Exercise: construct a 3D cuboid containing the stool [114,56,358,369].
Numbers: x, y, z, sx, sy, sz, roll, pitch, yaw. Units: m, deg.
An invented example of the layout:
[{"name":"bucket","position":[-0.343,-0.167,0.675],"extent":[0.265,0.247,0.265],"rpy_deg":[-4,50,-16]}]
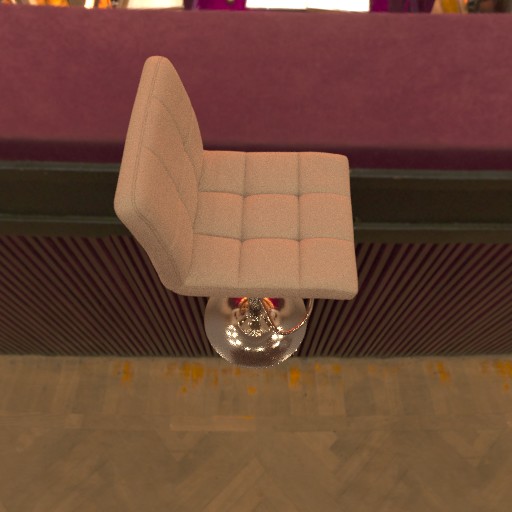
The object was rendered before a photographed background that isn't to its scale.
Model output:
[{"name":"stool","position":[0.000,0.000,1.346],"extent":[0.505,1.115,0.430],"rpy_deg":[2,63,1]}]
